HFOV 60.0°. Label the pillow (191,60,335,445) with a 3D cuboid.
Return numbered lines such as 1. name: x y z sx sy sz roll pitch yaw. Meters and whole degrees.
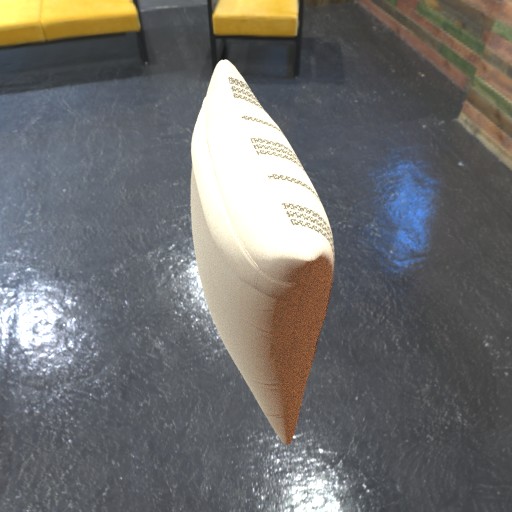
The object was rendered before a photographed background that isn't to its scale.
1. pillow: 0.000 0.000 0.645 0.173 0.406 0.405 -10 47 -9
